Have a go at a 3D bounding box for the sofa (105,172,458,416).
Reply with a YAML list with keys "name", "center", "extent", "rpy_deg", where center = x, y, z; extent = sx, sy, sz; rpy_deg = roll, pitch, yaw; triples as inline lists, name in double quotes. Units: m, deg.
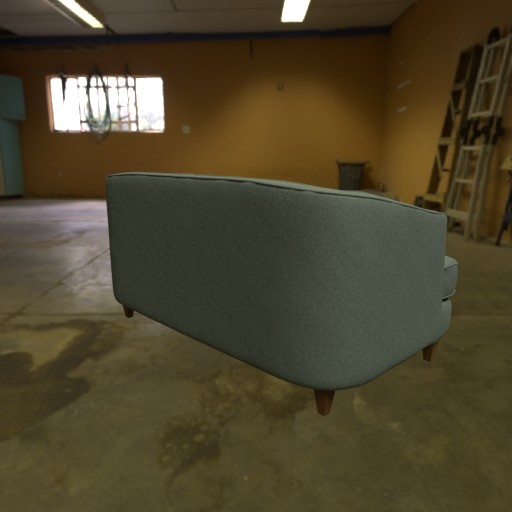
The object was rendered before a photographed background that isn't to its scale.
- name: "sofa"
  center: [0.000, 0.000, 2.284]
  extent: [0.941, 0.855, 1.733]
  rpy_deg: [-13, 18, -44]
